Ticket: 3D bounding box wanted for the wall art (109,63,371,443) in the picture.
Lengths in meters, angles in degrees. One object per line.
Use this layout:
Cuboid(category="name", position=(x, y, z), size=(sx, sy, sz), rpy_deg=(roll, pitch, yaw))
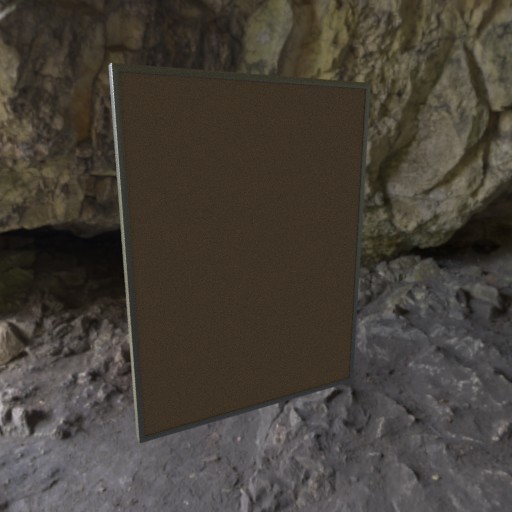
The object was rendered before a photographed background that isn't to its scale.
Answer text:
Cuboid(category="wall art", position=(0.000, 0.000, 1.393), size=(0.803, 1.062, 0.041), rpy_deg=(-7, 16, -26))
